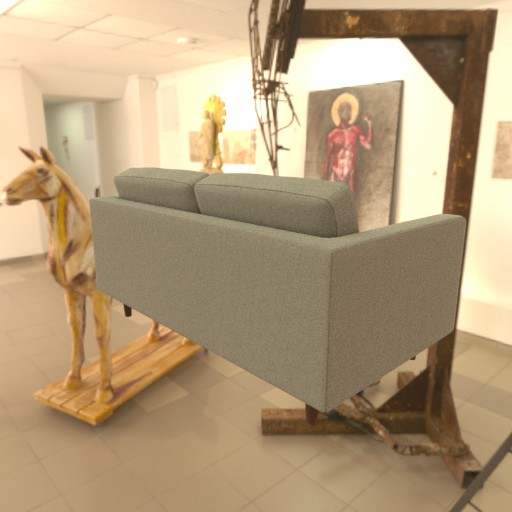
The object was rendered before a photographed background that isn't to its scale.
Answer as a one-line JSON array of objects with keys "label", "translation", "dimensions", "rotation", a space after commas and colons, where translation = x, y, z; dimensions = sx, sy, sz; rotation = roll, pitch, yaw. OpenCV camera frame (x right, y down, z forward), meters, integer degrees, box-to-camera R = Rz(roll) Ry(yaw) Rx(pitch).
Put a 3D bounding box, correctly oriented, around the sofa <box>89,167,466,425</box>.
[{"label": "sofa", "translation": [0.000, 0.000, 2.305], "dimensions": [1.000, 0.900, 1.731], "rotation": [-13, 19, -41]}]
